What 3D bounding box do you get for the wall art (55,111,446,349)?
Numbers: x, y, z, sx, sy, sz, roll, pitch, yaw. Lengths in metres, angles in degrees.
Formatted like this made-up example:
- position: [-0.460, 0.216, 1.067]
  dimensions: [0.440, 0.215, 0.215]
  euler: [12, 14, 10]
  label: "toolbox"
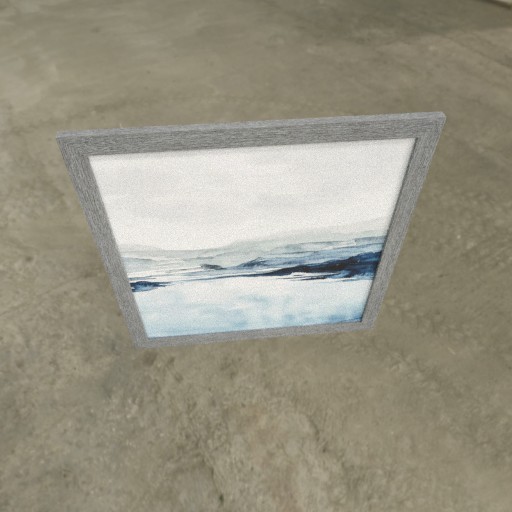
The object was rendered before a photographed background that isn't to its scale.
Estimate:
- position: [0.000, 0.000, 1.031]
  dimensions: [0.685, 0.685, 0.020]
  euler: [-4, 47, -4]
  label: "wall art"
